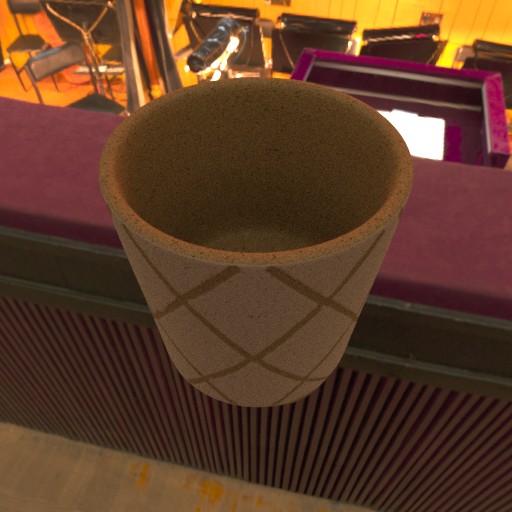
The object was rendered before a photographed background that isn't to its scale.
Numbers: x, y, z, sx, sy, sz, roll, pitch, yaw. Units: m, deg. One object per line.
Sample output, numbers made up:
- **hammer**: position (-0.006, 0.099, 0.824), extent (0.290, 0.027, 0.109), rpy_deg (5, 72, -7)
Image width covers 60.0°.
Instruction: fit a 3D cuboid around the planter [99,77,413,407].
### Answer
- **planter**: position (0.000, 0.000, 0.348), extent (0.191, 0.199, 0.191), rpy_deg (0, 48, 0)
